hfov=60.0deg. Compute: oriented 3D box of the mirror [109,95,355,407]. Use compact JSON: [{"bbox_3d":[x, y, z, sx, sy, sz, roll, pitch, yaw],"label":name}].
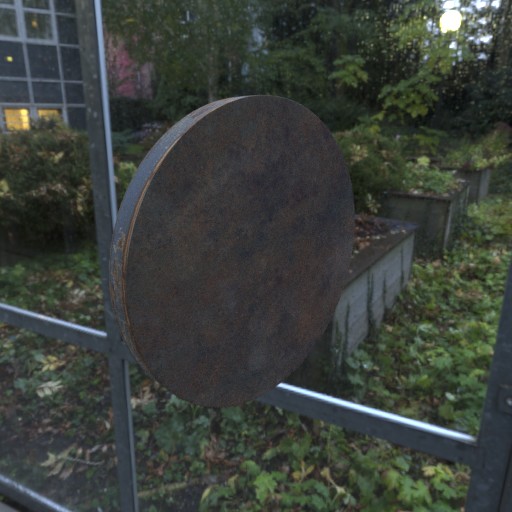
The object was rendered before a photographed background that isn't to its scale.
[{"bbox_3d":[0.000,0.000,0.860,0.585,0.585,0.061,-16,23,-42],"label":"mirror"}]
